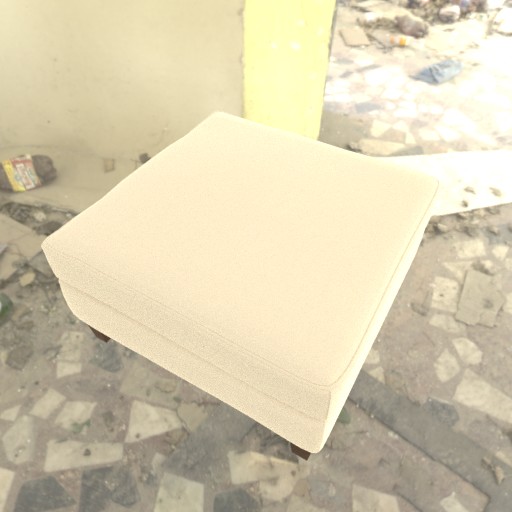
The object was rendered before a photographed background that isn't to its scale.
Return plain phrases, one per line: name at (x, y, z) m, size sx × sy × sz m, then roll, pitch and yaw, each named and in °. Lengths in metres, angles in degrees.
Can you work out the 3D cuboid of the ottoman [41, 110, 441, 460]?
ottoman at (0.000, 0.000, 1.361) m, size 0.838 × 0.479 × 0.838 m, roll 23°, pitch 50°, yaw 21°
